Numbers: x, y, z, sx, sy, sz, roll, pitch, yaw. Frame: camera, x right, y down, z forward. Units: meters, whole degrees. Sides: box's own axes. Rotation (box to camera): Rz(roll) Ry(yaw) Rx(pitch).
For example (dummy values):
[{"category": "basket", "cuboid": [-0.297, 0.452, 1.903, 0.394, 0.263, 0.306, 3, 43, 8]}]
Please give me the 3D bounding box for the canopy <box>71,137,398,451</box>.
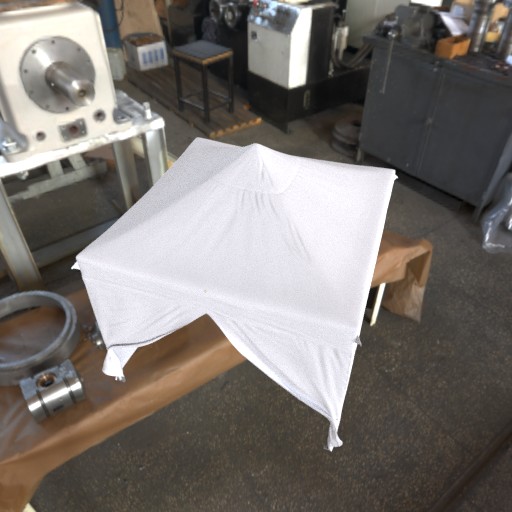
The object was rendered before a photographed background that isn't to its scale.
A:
[{"category": "canopy", "cuboid": [0.000, 0.000, 5.589, 3.043, 2.997, 3.121, 13, 42, 15]}]
